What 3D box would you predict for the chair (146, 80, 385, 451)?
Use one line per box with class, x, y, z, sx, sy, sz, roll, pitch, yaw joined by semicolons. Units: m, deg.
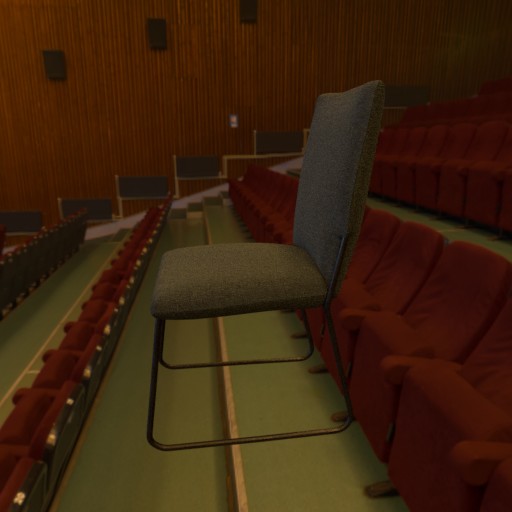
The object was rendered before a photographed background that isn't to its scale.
chair;0.000;0.000;1.290;0.635;0.931;0.480;-2;15;-8
